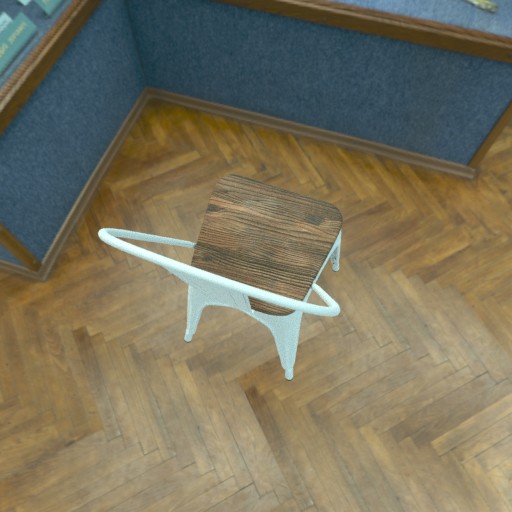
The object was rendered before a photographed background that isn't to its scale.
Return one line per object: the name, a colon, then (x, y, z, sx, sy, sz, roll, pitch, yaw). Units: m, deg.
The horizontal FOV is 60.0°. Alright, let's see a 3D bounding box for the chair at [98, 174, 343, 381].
chair: (0.000, 0.000, 1.152, 0.452, 0.851, 0.521, 18, 65, 9)
